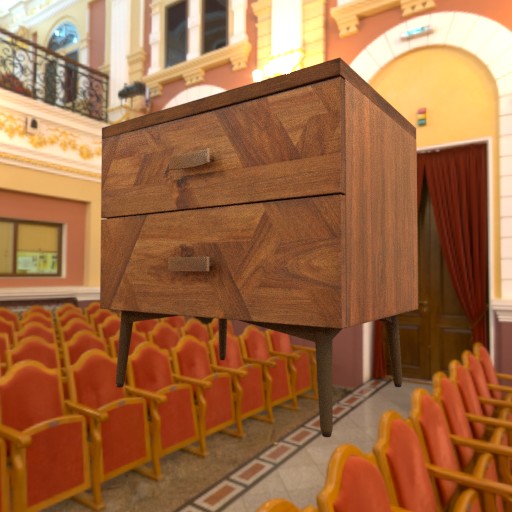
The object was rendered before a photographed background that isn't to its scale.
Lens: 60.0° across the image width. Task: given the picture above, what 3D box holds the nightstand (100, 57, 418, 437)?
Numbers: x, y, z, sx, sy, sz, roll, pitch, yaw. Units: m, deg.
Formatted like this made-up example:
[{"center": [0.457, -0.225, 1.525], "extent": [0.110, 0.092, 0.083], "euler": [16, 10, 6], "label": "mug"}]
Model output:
[{"center": [0.000, 0.000, 1.033], "extent": [0.610, 0.610, 0.458], "euler": [-1, -2, 35], "label": "nightstand"}]
